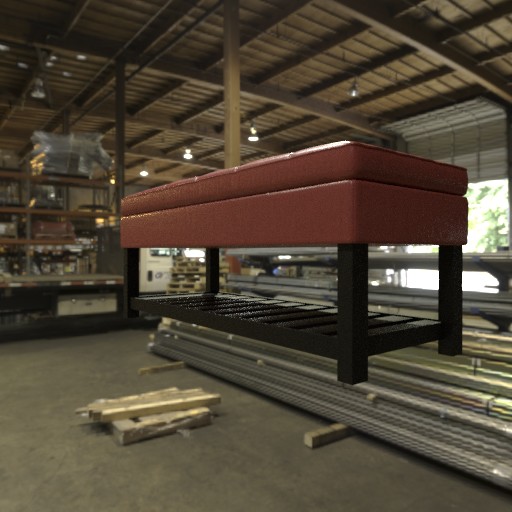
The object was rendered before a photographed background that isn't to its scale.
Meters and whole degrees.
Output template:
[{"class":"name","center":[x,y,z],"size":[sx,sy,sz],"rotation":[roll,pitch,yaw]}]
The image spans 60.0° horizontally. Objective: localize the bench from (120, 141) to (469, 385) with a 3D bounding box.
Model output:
[{"class":"bench","center":[0.000,0.000,1.347],"size":[0.432,0.460,1.105],"rotation":[0,1,-38]}]
